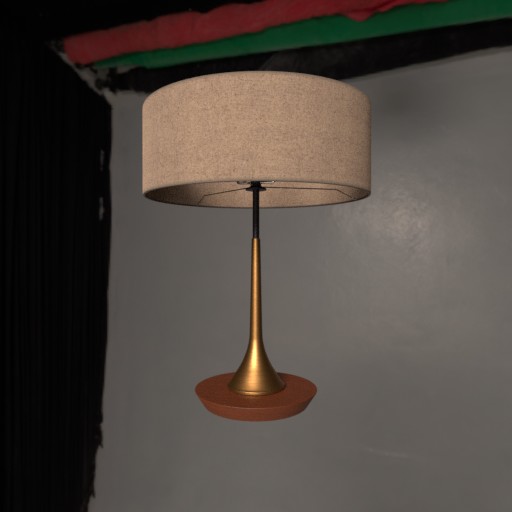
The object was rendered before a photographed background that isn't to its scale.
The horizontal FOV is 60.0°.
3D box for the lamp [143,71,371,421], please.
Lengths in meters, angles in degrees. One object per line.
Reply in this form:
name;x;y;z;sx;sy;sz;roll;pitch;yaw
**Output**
lamp;0.000;0.000;0.832;0.417;0.551;0.396;0;0;18
